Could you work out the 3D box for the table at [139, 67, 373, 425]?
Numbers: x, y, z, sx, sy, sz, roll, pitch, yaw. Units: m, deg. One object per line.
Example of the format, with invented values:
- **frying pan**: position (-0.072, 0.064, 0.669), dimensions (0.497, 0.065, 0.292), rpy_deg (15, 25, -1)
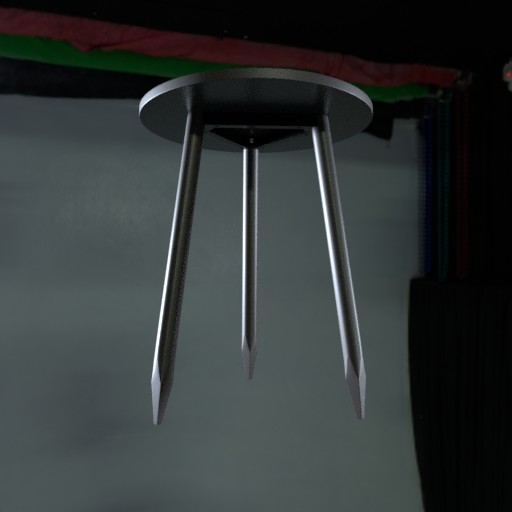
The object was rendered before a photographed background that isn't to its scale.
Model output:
- **table**: position (0.000, 0.000, 0.895), dimensions (0.457, 0.585, 0.457), rpy_deg (0, -1, 0)
